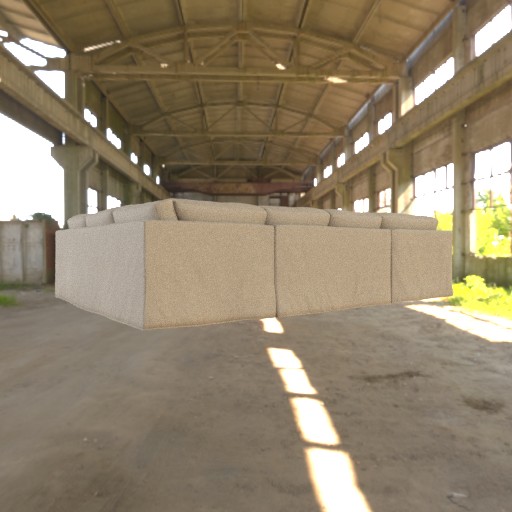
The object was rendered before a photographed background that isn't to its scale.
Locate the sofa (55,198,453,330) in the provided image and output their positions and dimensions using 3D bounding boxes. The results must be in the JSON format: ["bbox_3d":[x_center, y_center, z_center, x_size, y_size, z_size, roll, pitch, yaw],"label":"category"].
[{"bbox_3d":[0.000,0.000,4.693,3.528,0.878,2.476,-1,1,-36],"label":"sofa"}]
